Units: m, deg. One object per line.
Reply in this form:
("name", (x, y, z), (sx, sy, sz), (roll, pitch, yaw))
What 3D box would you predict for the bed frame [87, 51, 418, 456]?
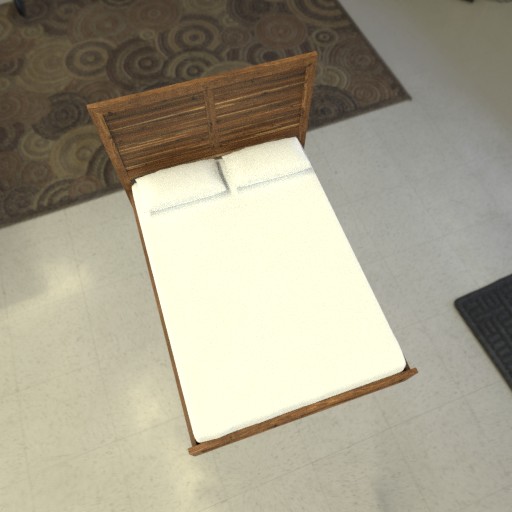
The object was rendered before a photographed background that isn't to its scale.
("bed frame", (0.000, 0.000, 3.319), (1.696, 1.417, 2.276), (-17, 65, -8))
